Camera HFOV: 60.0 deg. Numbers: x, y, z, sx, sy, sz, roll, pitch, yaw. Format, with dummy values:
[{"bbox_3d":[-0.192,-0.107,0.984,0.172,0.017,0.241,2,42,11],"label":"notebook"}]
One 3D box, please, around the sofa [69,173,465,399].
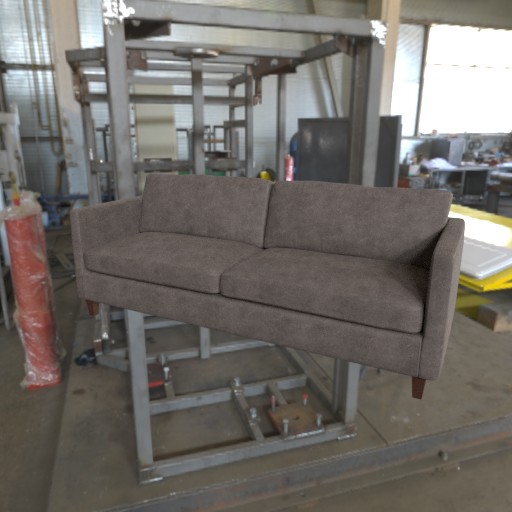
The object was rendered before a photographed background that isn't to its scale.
[{"bbox_3d":[0.000,0.000,2.926,2.434,0.965,0.951,8,18,26],"label":"sofa"}]
